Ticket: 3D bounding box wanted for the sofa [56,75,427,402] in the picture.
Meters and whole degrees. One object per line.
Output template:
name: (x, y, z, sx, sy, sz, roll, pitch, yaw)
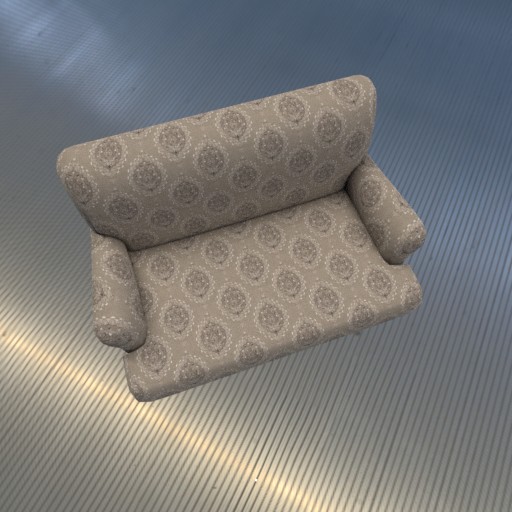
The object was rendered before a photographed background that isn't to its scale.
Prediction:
sofa: (0.000, 0.000, 1.798, 1.297, 0.889, 0.779, -17, 64, -8)
